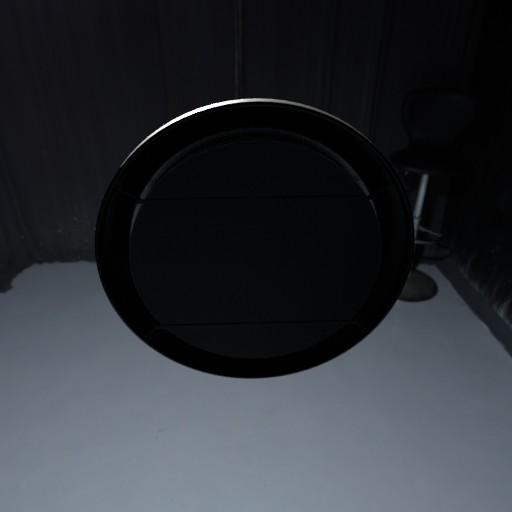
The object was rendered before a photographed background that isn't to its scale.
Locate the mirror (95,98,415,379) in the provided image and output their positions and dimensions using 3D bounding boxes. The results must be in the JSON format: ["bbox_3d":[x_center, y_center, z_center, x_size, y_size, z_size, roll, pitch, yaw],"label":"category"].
[{"bbox_3d":[0.000,0.000,1.320,0.907,0.907,0.111,-1,30,-2],"label":"mirror"}]
